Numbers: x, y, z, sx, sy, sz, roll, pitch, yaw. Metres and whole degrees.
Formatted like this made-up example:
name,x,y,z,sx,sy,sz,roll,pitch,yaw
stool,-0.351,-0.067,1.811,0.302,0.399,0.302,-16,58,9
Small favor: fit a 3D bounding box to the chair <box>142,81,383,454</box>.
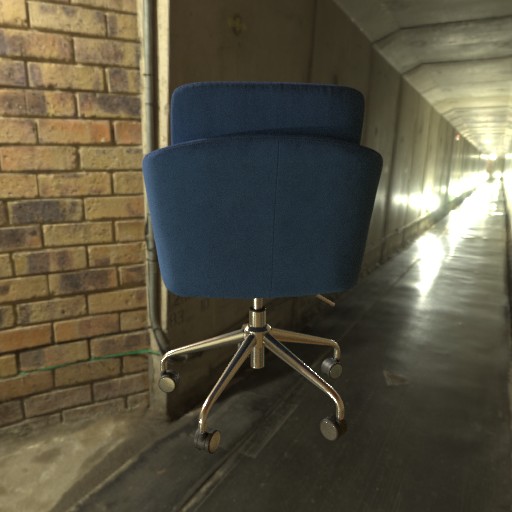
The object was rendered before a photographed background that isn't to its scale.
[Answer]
name,x,y,z,sx,sy,sz,roll,pitch,yaw
chair,0.000,0.000,1.342,0.641,0.908,0.635,-2,13,-9
